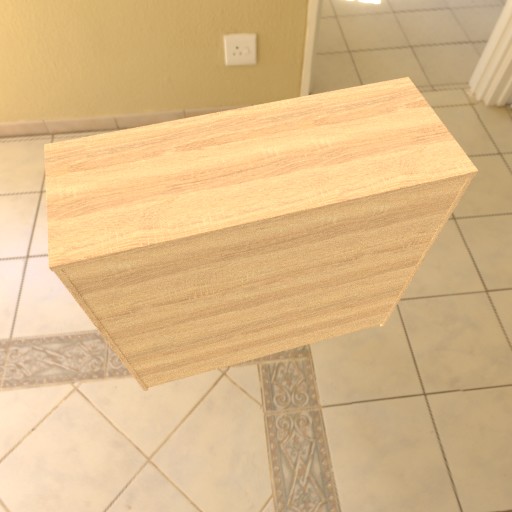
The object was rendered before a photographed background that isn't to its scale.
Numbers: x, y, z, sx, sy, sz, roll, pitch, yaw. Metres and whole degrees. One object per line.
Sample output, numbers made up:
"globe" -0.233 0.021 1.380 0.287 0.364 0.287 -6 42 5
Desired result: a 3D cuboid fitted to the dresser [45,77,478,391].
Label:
"dresser" 0.000 0.000 1.448 0.980 0.900 0.380 -13 58 -8
